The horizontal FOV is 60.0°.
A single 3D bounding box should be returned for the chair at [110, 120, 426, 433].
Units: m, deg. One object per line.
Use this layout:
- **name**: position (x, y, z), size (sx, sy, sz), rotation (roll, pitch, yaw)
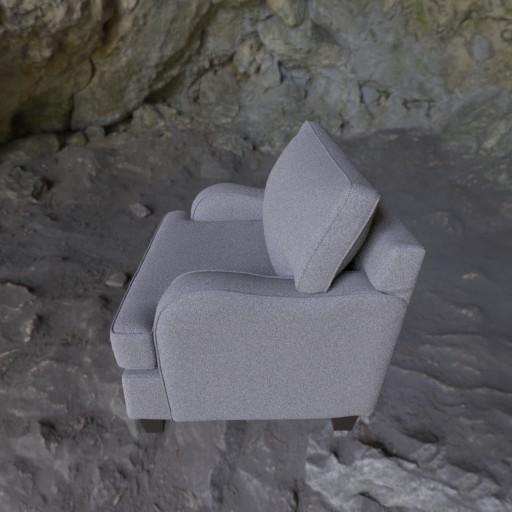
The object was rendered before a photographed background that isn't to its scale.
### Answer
- **chair**: position (0.000, 0.000, 2.017), size (1.040, 1.016, 1.220), rotation (0, 26, -1)
